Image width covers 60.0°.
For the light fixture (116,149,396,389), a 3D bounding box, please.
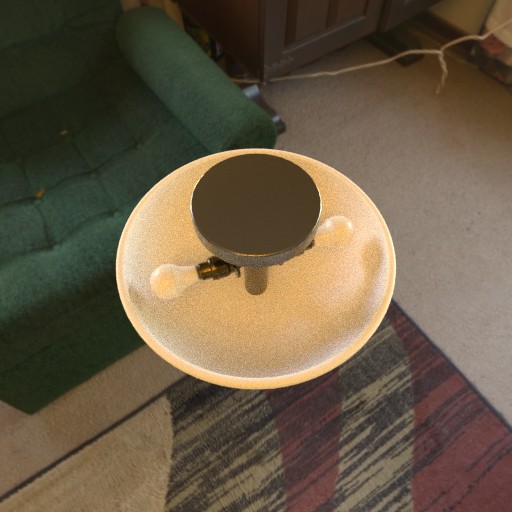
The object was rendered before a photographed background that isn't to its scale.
[{"bbox_3d":[0.000,0.000,0.543,0.330,0.214,0.330,0,58,0],"label":"light fixture"}]
